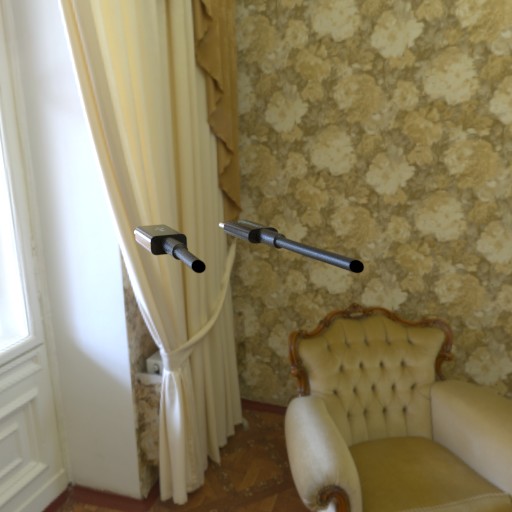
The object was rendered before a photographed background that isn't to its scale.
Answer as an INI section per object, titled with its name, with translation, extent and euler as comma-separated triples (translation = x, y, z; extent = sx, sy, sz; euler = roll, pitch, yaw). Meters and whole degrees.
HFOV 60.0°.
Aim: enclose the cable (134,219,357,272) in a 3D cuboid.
[cable]
translation = 0.000, 0.000, 0.110
extent = 0.040, 0.006, 0.098
euler = -7, 15, -27
